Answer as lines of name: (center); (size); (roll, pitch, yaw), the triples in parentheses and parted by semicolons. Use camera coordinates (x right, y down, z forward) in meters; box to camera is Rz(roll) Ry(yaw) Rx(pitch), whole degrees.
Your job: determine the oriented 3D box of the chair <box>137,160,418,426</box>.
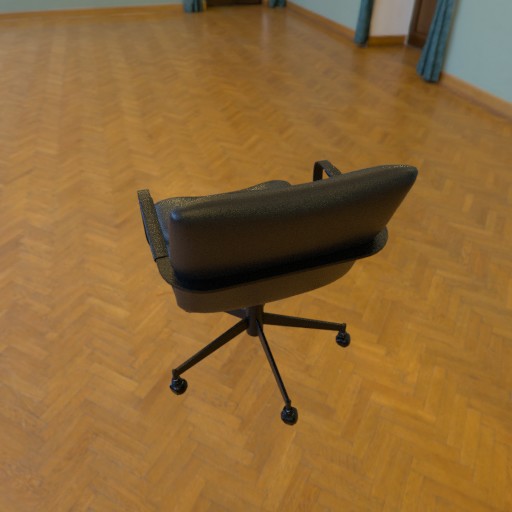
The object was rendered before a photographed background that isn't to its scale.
chair: (0.000, 0.000, 1.473); (0.719, 0.922, 0.748); (-12, 40, -15)
